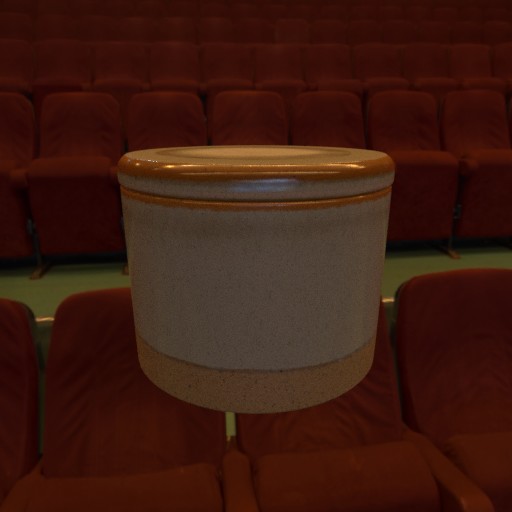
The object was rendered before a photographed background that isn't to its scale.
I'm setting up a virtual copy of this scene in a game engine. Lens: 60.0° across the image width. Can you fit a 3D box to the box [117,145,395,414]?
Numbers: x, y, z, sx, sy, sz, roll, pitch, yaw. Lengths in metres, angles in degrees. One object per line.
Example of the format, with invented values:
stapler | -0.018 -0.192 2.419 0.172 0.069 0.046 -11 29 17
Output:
box | 0.000 0.000 0.218 0.123 0.100 0.123 0 17 0
